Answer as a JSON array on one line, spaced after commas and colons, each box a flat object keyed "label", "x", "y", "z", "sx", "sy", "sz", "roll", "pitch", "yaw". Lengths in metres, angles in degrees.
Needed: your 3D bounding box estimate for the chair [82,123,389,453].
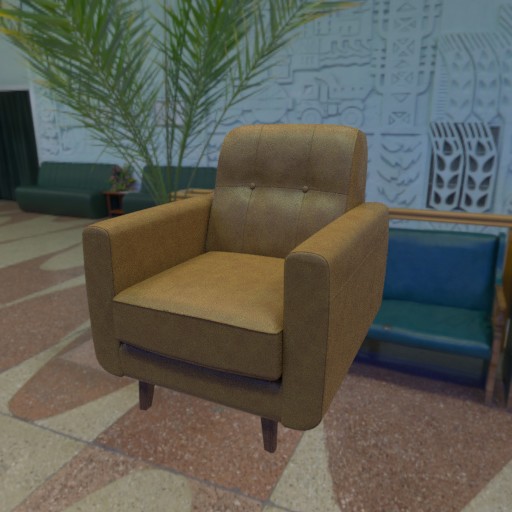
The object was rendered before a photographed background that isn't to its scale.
[{"label": "chair", "x": 0.000, "y": 0.000, "z": 1.677, "sx": 0.845, "sy": 0.968, "sz": 0.942, "roll": 8, "pitch": 17, "yaw": 25}]
